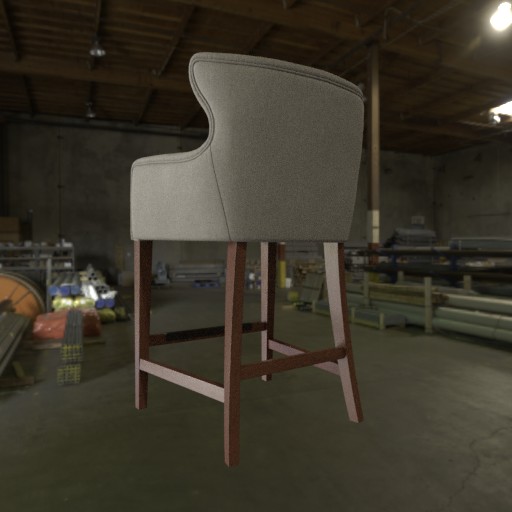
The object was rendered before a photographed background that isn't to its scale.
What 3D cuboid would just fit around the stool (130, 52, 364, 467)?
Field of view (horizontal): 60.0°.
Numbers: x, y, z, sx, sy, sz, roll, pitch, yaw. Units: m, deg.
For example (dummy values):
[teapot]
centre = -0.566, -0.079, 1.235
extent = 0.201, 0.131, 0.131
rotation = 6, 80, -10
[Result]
[stool]
centre = 0.000, 0.000, 1.307
extent = 0.575, 0.951, 0.575
rotation = -1, 1, -36
